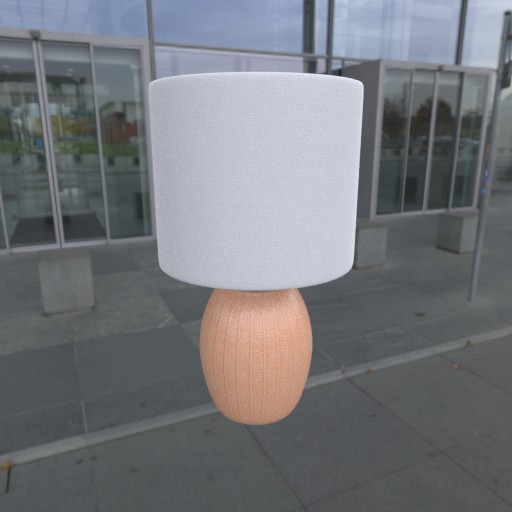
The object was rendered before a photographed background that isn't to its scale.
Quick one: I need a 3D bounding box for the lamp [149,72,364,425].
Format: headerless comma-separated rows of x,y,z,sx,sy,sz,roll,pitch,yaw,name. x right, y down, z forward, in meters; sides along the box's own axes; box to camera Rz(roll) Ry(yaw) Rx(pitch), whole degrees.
0.000,0.000,0.764,0.329,0.570,0.329,0,15,0,lamp
